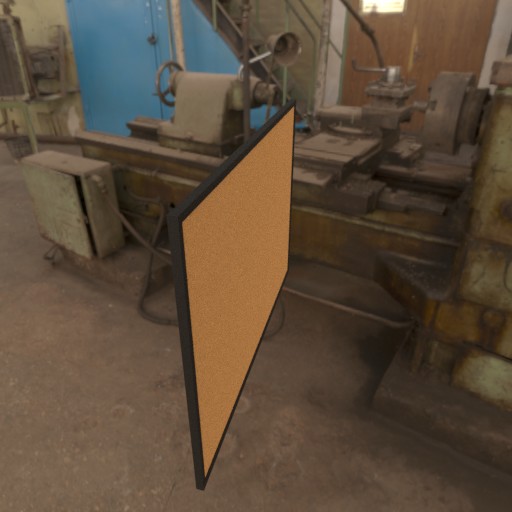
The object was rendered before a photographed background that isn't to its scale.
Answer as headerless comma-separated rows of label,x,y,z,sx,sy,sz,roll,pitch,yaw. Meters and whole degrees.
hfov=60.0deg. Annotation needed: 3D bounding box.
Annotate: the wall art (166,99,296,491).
wall art,0.000,0.000,0.844,0.013,0.458,0.664,8,30,13
